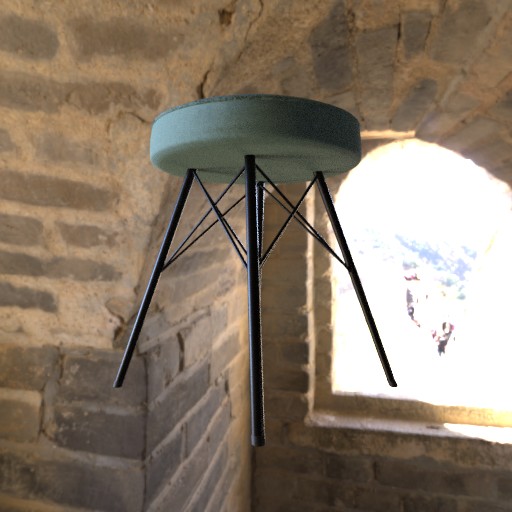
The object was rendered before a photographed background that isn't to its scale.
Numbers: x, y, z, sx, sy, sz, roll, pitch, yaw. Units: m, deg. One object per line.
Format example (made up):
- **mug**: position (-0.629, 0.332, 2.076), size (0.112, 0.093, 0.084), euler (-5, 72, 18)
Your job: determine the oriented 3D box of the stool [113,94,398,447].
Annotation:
- **stool**: position (0.000, 0.000, 0.878), size (0.457, 0.519, 0.458), euler (0, -1, -37)
